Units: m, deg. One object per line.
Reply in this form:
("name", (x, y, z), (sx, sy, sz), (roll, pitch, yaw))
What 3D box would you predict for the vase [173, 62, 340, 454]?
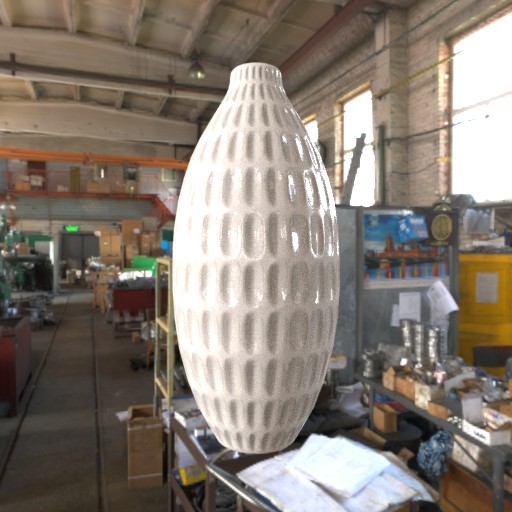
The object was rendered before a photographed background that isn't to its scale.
("vase", (0.000, 0.000, 0.342), (0.127, 0.282, 0.127), (0, 2, 0))
